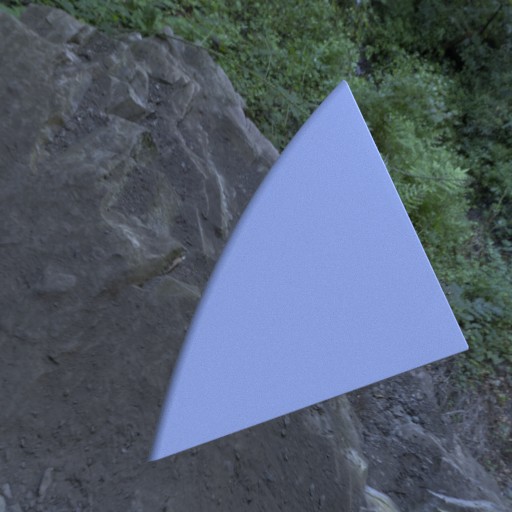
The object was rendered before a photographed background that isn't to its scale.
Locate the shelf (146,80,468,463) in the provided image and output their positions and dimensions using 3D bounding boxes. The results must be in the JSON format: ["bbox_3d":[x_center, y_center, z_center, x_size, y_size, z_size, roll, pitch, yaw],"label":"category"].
[{"bbox_3d":[0.000,0.000,0.456,0.310,0.050,0.310,-19,76,-5],"label":"shelf"}]
